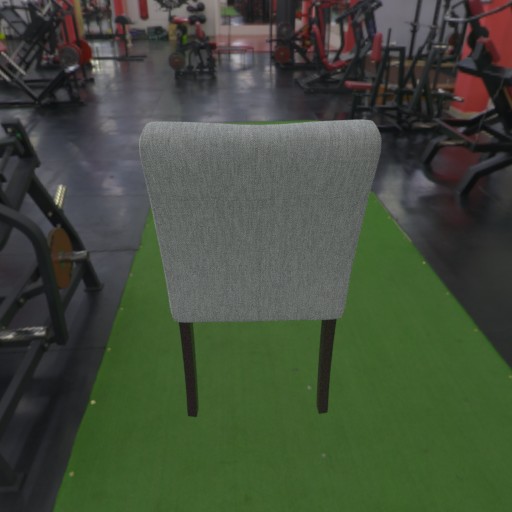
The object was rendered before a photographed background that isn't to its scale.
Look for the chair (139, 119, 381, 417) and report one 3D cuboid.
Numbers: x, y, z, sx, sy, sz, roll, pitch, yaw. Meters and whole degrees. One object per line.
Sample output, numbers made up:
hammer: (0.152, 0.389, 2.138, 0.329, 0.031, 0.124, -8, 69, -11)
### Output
chair: (0.000, 0.000, 1.267, 0.487, 0.884, 0.629, -1, 30, -2)
